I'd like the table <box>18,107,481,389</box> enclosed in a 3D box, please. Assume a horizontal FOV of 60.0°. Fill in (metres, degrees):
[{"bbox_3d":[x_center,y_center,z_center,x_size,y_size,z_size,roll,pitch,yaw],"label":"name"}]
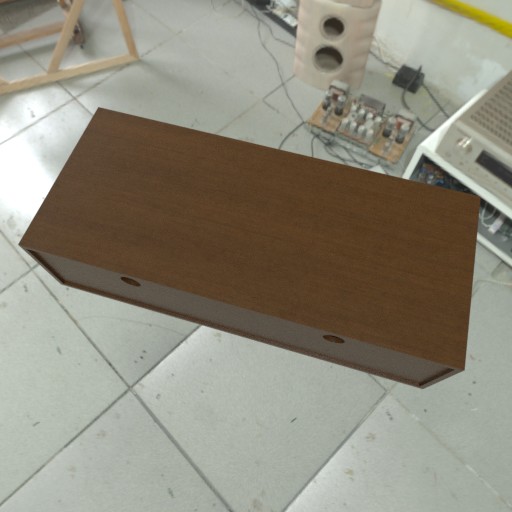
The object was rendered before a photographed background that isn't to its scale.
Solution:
[{"bbox_3d":[0.000,0.000,1.371,1.119,0.464,0.490,15,66,7],"label":"table"}]
